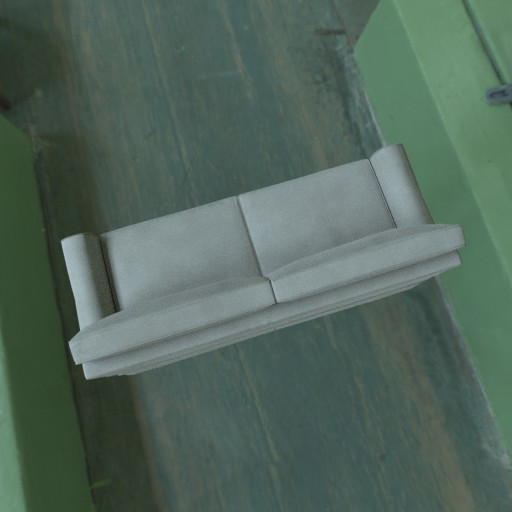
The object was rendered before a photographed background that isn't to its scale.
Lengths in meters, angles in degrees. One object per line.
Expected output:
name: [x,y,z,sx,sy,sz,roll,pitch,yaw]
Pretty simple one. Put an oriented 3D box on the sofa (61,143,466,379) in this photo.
sofa: [0.000,0.000,2.751,2.246,1.014,0.900,-17,77,-4]
